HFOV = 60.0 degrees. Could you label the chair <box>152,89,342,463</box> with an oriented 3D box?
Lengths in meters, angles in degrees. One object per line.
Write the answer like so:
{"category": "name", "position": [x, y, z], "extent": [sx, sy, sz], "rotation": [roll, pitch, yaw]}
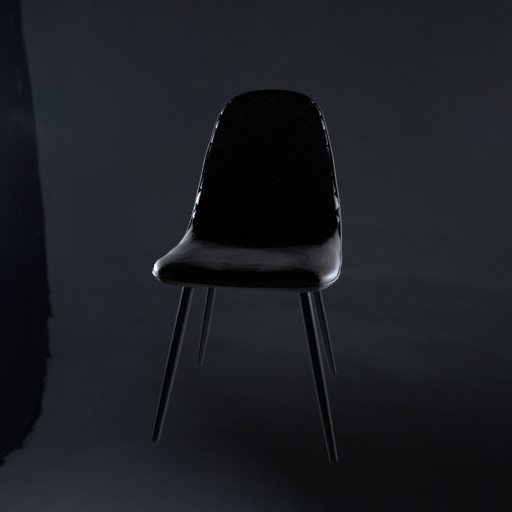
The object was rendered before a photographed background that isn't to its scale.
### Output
{"category": "chair", "position": [0.000, 0.000, 1.194], "extent": [0.472, 0.889, 0.561], "rotation": [3, 16, 9]}
